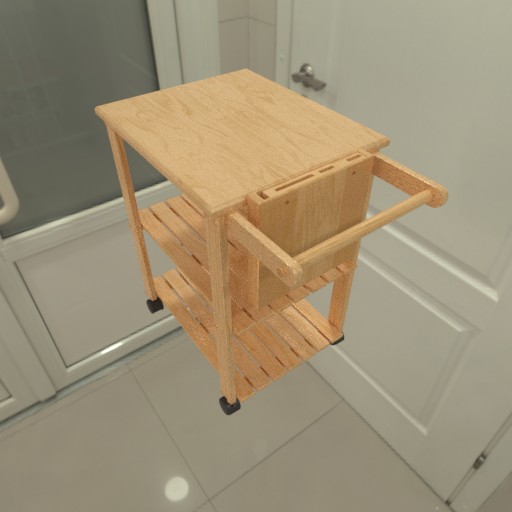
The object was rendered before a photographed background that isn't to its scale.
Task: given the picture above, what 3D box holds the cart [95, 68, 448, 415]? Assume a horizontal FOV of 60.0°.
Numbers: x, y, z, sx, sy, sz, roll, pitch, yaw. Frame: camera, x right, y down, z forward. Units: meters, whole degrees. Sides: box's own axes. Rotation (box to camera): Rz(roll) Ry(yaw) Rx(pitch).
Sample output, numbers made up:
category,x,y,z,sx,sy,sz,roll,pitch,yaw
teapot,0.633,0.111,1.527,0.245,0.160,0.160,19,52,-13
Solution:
category,x,y,z,sx,sy,sz,roll,pitch,yaw
cart,0.000,0.000,1.366,0.520,0.816,0.843,-26,48,-26
